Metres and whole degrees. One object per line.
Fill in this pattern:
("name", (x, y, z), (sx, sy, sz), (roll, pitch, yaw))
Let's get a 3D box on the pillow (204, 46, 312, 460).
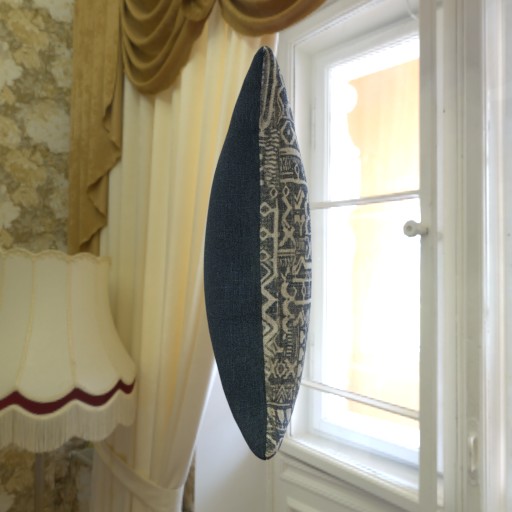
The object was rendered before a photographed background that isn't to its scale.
("pillow", (0.000, 0.000, 0.777), (0.180, 0.487, 0.546), (0, -1, -2))
